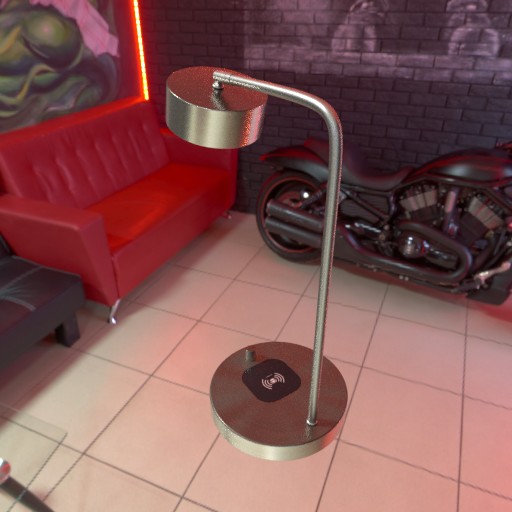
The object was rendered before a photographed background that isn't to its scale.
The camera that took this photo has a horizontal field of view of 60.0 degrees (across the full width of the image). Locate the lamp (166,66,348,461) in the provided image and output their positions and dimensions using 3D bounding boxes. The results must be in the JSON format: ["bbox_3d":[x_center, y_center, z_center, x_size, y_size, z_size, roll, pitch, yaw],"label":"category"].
[{"bbox_3d":[0.000,0.000,0.625,0.211,0.469,0.334,-19,35,-29],"label":"lamp"}]
